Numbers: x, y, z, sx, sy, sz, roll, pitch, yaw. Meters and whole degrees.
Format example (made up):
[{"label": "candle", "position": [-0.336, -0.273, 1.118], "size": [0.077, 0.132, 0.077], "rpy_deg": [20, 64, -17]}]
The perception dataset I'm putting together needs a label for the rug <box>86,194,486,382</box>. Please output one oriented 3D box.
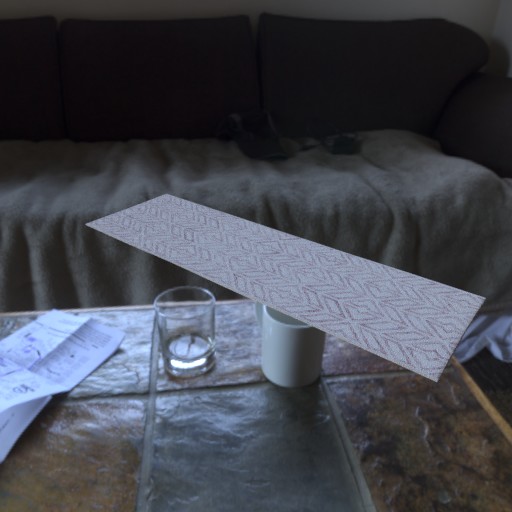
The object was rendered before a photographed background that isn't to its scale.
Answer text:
[{"label": "rug", "position": [0.000, 0.000, 2.686], "size": [2.435, 0.009, 0.750], "rpy_deg": [21, 35, 33]}]
